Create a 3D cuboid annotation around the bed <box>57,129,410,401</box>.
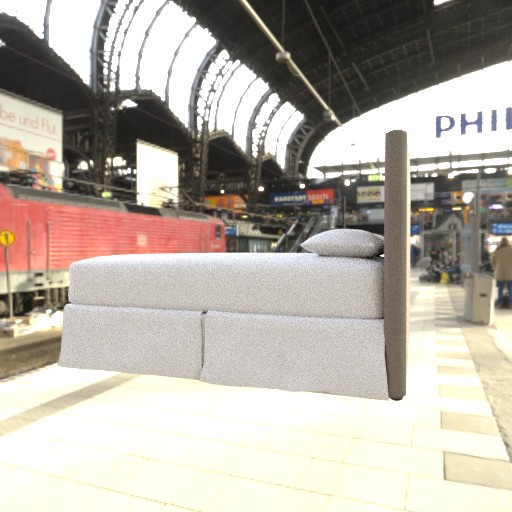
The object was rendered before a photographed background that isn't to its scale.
[{"bbox_3d":[0.000,0.000,3.261,2.128,1.441,1.744,0,1,20],"label":"bed"}]
